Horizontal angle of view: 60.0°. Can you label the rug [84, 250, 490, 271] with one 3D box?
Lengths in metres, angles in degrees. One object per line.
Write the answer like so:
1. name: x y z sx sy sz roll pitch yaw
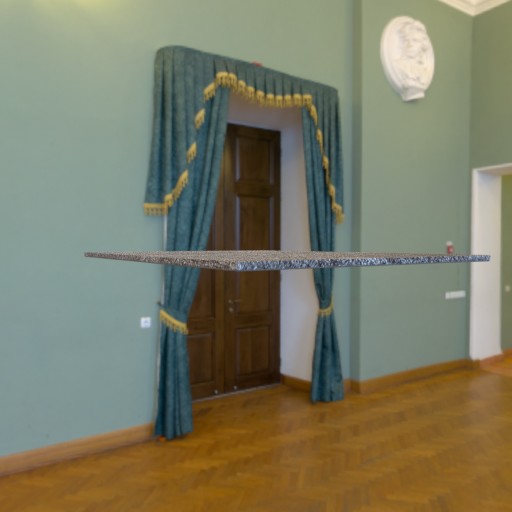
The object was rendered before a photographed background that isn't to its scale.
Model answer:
1. rug: 0.000 0.000 2.106 1.198 0.025 1.601 -1 2 -34
